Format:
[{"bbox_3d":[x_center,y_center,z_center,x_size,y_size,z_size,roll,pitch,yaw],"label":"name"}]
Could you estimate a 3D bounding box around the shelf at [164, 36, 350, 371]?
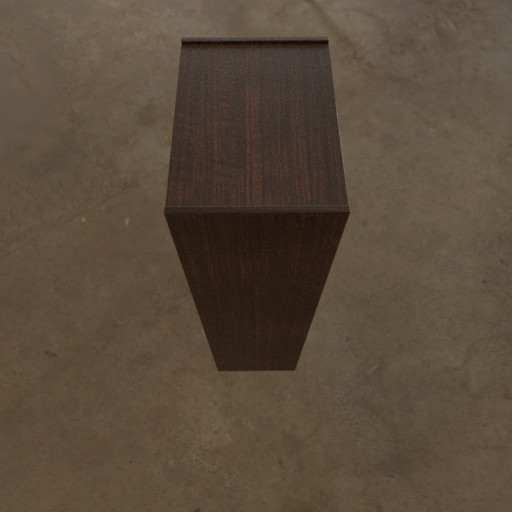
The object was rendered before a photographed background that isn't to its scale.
[{"bbox_3d":[0.000,0.000,1.270,0.290,1.099,0.415,0,63,0],"label":"shelf"}]
